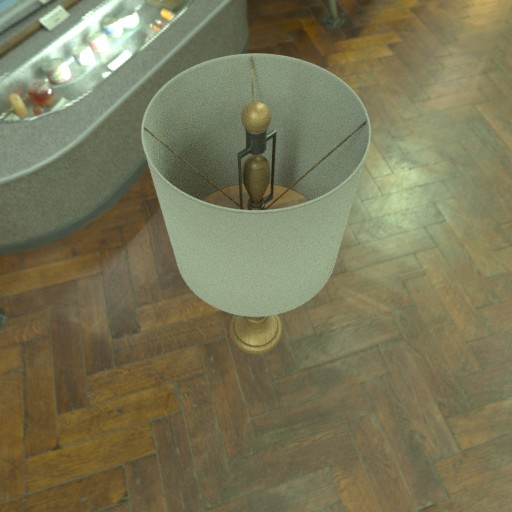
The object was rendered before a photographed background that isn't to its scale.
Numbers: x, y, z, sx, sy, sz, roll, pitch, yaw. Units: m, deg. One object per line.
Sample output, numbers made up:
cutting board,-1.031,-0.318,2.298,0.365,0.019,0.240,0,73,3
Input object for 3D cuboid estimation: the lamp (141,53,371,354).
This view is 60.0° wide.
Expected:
lamp,0.000,0.000,0.720,0.250,0.597,0.250,-2,58,-1
